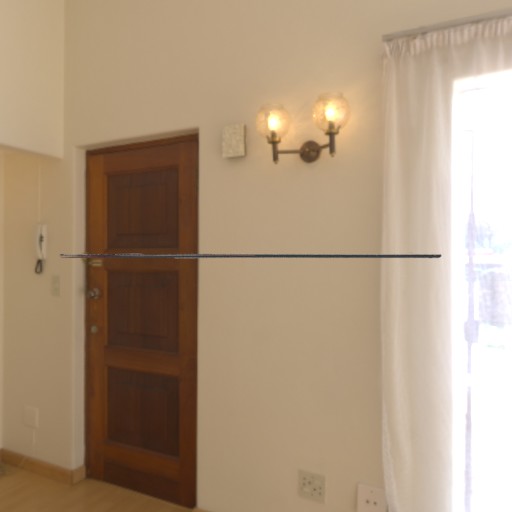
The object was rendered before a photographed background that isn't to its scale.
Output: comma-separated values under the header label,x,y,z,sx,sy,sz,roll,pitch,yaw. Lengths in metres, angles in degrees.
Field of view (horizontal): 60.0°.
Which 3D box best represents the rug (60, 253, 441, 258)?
label,x,y,z,sx,sy,sz,roll,pitch,yaw
rug,0.000,0.000,2.228,1.159,0.025,1.793,0,0,2
